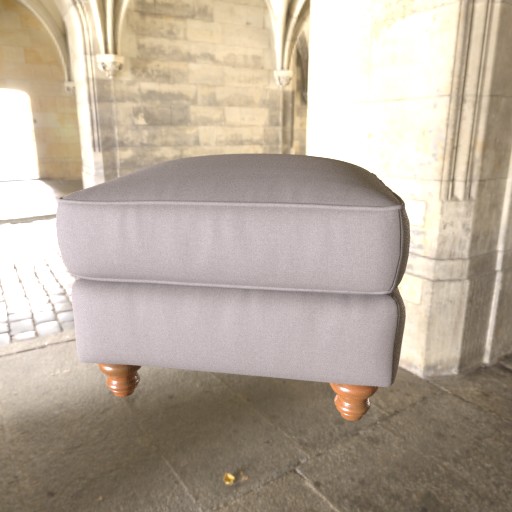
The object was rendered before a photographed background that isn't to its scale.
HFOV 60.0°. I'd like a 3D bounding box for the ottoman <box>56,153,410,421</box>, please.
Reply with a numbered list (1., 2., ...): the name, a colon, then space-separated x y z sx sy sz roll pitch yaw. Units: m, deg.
1. ottoman: 0.000 0.000 1.129 0.662 0.505 0.721 3 15 9
